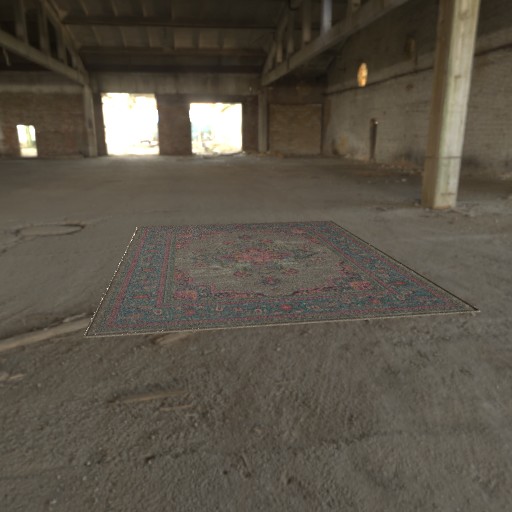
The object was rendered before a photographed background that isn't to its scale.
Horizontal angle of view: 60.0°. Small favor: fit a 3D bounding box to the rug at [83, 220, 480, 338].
[{"bbox_3d":[0.000,0.000,4.102,2.434,0.013,3.057,-2,16,-9],"label":"rug"}]
